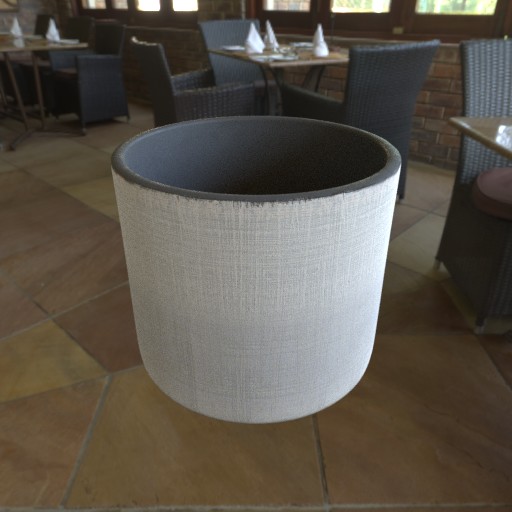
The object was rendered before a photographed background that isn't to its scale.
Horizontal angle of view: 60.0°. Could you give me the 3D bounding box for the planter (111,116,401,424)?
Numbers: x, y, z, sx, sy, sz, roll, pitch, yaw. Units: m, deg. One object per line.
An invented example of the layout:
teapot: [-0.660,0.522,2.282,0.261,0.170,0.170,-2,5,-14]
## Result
planter: [0.000,0.000,0.399,0.226,0.201,0.226,0,30,0]
